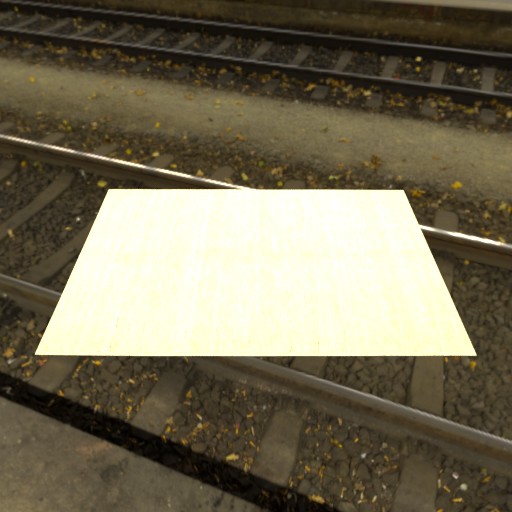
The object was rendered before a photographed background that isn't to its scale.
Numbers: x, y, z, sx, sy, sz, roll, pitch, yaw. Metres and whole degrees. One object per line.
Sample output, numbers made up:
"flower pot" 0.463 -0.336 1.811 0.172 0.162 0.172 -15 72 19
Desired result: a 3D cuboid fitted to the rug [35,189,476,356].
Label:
"rug" 0.000 0.000 2.323 1.850 0.015 1.250 0 42 0
